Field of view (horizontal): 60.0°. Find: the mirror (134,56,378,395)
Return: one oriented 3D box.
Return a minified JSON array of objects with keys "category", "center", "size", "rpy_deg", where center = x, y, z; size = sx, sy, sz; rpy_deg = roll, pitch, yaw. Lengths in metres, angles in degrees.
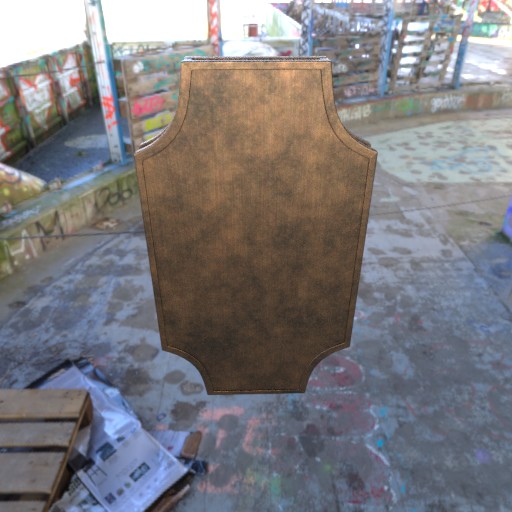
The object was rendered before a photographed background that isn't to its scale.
[{"category":"mirror","center":[0.000,0.000,0.990],"size":[0.462,0.811,0.066],"rpy_deg":[-1,31,-1]}]
